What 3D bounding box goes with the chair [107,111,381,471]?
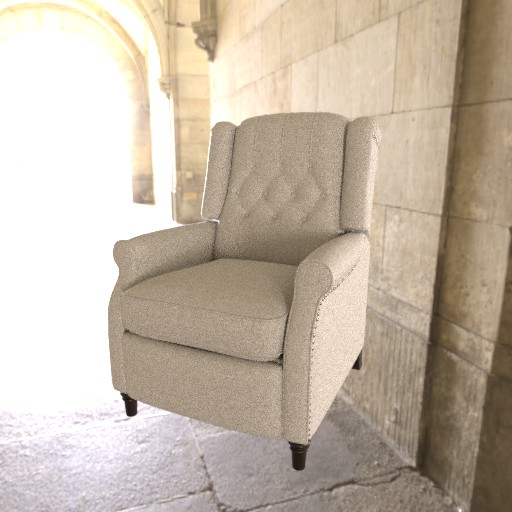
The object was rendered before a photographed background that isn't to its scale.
[{"bbox_3d":[0.000,0.000,1.587,0.742,1.035,0.902,6,15,25],"label":"chair"}]
